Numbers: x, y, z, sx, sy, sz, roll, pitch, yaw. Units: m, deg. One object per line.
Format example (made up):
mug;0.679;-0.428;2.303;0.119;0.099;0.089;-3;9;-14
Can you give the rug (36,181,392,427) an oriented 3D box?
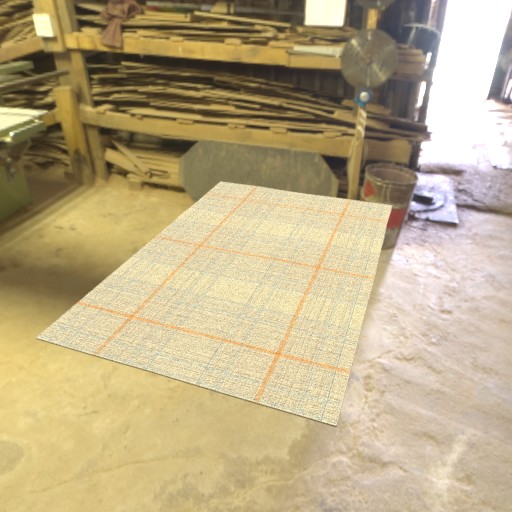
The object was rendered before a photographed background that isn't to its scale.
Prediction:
rug;0.000;0.000;2.342;1.232;0.015;1.825;11;33;17
